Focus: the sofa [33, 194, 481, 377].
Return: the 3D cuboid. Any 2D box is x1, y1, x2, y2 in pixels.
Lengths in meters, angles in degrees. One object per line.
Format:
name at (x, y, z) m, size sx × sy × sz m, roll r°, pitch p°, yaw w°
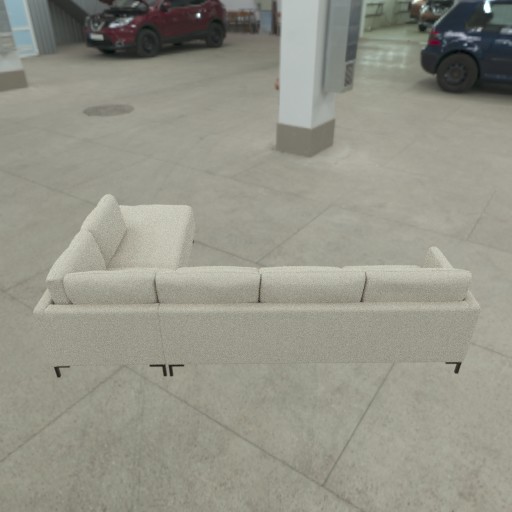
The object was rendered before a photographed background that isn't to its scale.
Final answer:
sofa at (0.000, 0.000, 3.794) m, size 2.949 × 0.815 × 2.007 m, roll 0°, pitch 31°, yaw -1°
